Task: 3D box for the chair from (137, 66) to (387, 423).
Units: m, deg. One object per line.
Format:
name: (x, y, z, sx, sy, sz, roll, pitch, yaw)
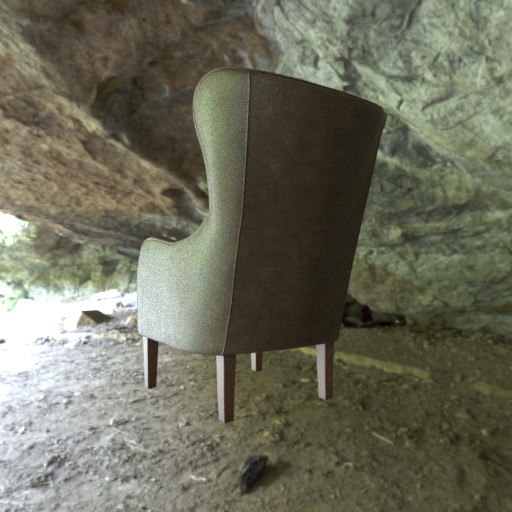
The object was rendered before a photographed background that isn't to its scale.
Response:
chair: (0.000, 0.000, 1.635, 0.692, 1.048, 0.914, 1, -2, -35)
